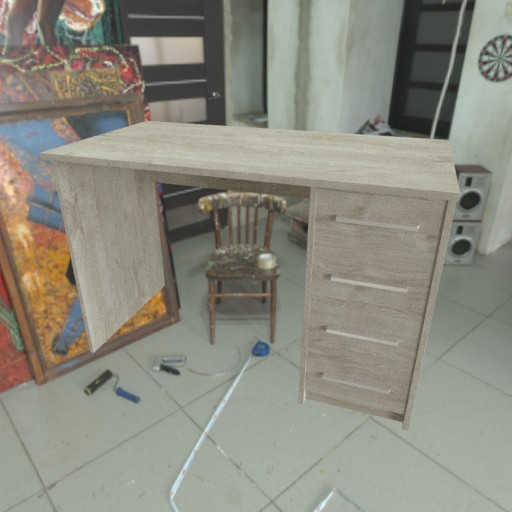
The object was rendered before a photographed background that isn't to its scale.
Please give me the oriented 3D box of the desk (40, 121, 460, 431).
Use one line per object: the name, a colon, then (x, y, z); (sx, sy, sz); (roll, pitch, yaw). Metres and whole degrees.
desk: (0.000, 0.000, 1.482); (1.096, 0.730, 0.560); (9, 28, 17)
